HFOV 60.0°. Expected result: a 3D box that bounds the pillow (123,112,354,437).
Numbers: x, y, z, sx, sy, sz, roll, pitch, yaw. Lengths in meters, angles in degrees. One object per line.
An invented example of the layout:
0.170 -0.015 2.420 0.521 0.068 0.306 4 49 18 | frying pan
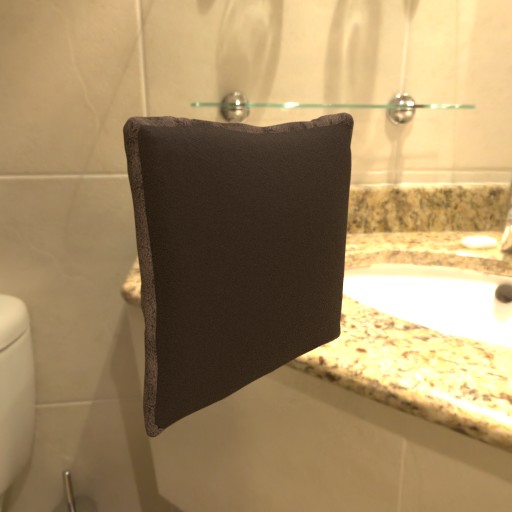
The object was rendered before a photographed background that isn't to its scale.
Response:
0.000 0.000 0.834 0.522 0.520 0.204 -16 23 -42 | pillow
